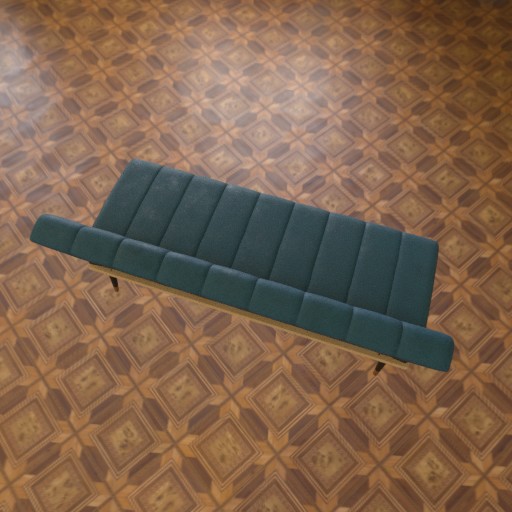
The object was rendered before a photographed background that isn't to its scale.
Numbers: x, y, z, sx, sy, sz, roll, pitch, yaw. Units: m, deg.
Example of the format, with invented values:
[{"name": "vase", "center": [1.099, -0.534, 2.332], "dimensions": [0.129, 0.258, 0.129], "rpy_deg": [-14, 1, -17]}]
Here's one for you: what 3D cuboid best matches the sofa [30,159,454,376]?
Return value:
[{"name": "sofa", "center": [0.000, 0.000, 2.294], "dimensions": [1.810, 0.825, 0.830], "rpy_deg": [16, 65, 8]}]
